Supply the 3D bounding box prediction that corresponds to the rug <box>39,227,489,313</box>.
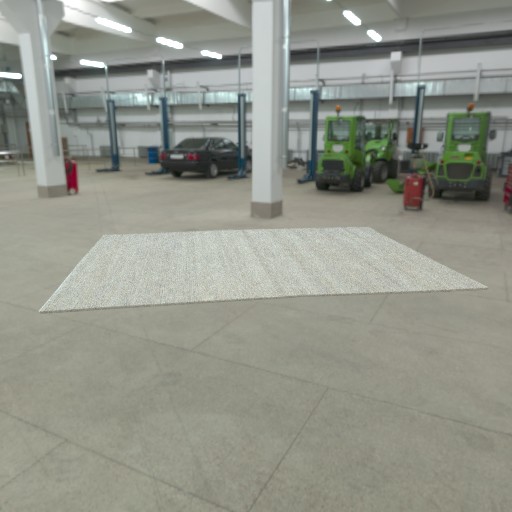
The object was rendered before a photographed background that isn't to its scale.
[{"bbox_3d":[0.000,0.000,2.961,2.264,0.030,1.624,-2,16,-8],"label":"rug"}]
